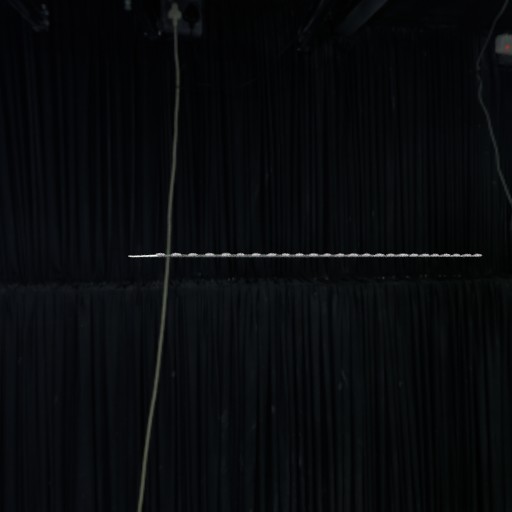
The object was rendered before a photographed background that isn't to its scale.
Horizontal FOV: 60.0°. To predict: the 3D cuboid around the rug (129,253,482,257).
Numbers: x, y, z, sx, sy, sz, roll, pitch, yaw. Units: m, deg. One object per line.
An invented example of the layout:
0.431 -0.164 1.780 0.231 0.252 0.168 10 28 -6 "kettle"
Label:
0.000 0.000 3.898 2.030 0.017 3.040 0 0 -19 "rug"
